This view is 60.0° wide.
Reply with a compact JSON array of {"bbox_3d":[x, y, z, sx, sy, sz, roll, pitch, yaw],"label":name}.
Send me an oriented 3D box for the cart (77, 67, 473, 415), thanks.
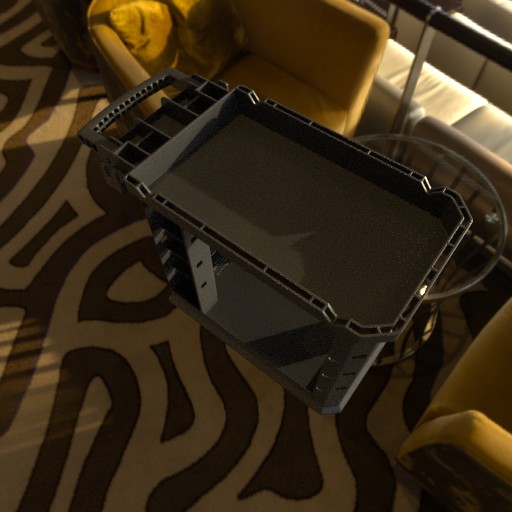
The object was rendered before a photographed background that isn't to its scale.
[{"bbox_3d":[0.000,0.000,1.557,1.061,0.884,0.497,33,63,19],"label":"cart"}]
